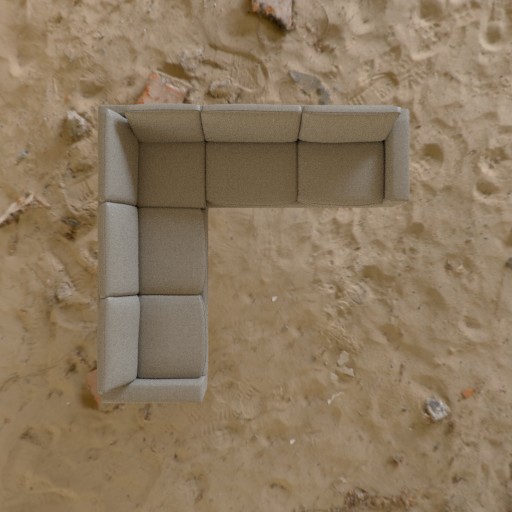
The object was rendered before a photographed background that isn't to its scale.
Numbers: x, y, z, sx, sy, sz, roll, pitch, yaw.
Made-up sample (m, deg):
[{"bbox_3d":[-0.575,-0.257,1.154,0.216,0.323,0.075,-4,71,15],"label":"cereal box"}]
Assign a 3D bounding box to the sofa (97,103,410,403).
[{"bbox_3d":[0.000,0.000,4.016,2.742,0.800,2.622,0,90,0],"label":"sofa"}]
